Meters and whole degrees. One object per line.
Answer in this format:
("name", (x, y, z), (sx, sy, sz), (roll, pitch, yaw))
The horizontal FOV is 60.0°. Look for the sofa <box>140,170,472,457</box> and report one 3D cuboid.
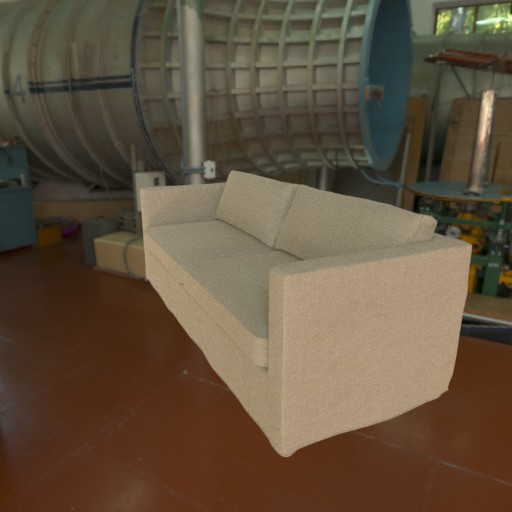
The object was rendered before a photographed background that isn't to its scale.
("sofa", (0.000, 0.000, 2.711), (0.956, 0.847, 2.296), (-8, 19, -25))
